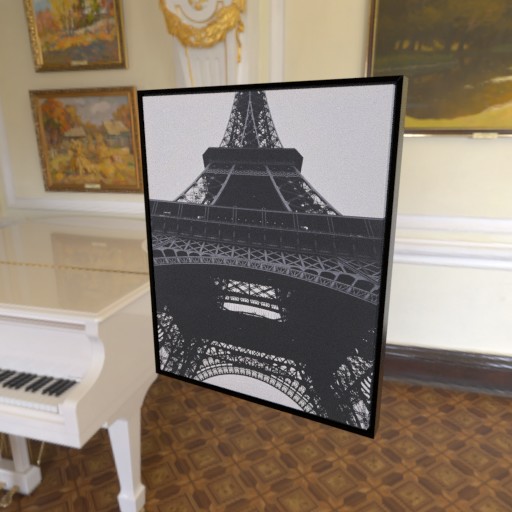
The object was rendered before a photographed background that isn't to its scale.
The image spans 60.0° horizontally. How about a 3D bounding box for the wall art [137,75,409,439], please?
[{"bbox_3d":[0.000,0.000,0.764,0.451,0.553,0.039,8,17,26],"label":"wall art"}]
